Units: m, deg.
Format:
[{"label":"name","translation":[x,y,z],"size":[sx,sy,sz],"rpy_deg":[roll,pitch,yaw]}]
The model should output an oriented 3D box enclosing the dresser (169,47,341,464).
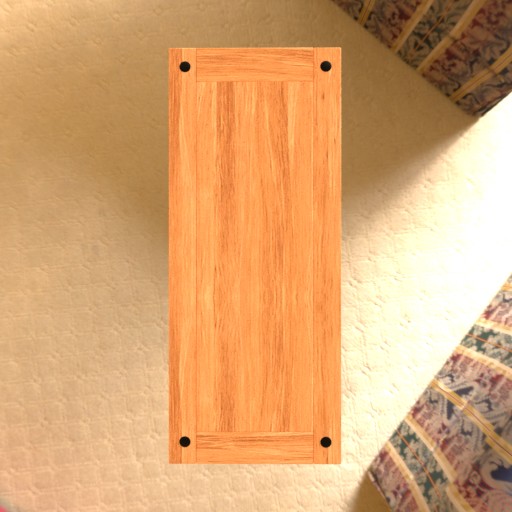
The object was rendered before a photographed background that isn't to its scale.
[{"label":"dresser","translation":[0.000,0.000,1.419],"size":[0.410,0.740,0.990],"rpy_deg":[0,90,0]}]
